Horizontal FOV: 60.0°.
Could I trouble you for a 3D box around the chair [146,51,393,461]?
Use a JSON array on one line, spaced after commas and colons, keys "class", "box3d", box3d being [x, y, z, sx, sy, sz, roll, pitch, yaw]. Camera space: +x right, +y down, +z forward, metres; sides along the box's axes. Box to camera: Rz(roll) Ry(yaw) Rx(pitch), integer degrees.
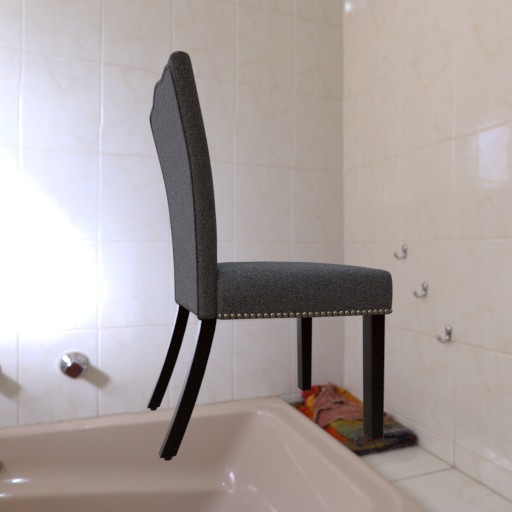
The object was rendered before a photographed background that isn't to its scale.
[{"class": "chair", "box3d": [0.000, 0.000, 1.283, 0.589, 0.946, 0.518, 0, 0, -19]}]
